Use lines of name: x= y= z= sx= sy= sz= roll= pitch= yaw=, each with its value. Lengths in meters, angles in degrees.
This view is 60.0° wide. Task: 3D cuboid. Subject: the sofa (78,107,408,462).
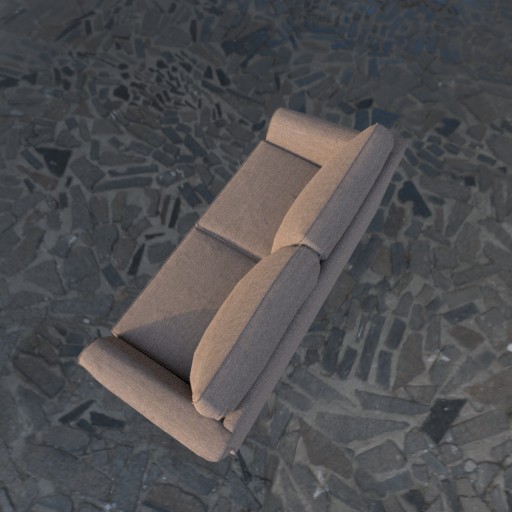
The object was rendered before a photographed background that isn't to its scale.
sofa: x=0.000 y=0.000 z=2.810 sx=0.980 sy=0.965 sz=2.270 roll=29 pitch=66 yaw=14
